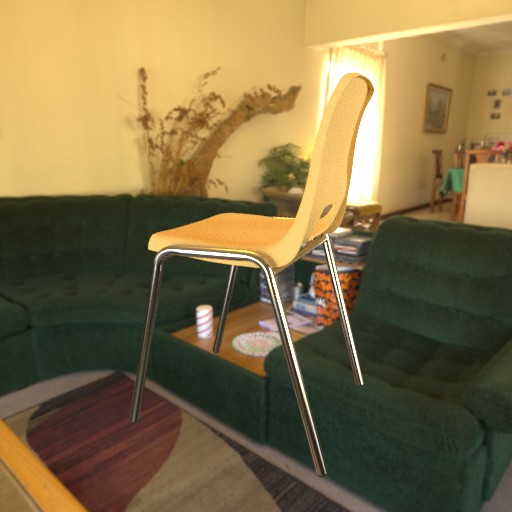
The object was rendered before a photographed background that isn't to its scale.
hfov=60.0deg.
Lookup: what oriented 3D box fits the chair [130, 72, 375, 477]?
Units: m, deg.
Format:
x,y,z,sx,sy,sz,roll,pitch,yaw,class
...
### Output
x,y,z,sx,sy,sz,roll,pitch,yaw,class
0.000,0.000,0.952,0.436,0.704,0.381,6,16,24,chair
